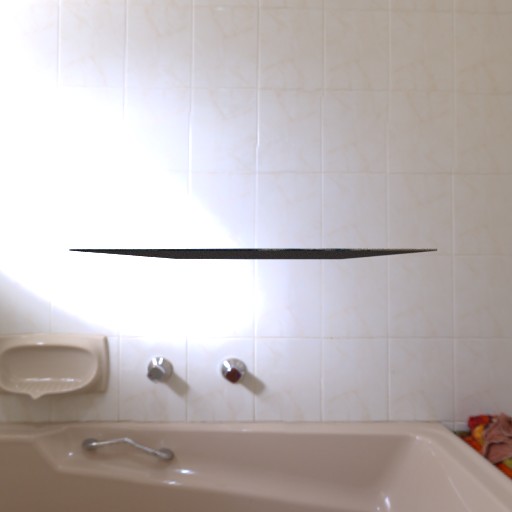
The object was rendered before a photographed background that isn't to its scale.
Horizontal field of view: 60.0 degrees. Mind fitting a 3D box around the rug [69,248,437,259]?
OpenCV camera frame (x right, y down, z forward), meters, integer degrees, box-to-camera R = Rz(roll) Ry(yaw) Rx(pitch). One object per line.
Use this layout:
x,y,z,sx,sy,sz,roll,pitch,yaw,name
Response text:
0.000,0.000,2.367,1.232,0.009,1.836,0,-1,1,rug
